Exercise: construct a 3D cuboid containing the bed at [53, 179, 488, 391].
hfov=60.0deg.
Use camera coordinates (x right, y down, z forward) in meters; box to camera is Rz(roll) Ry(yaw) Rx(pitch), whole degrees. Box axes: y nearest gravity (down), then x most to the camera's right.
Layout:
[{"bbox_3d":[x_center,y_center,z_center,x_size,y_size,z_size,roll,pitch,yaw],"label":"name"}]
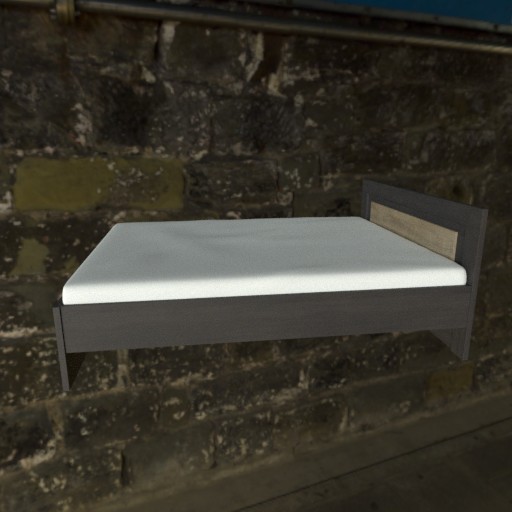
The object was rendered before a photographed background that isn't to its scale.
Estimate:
[{"bbox_3d":[0.000,0.000,2.893,2.073,0.823,1.585,-2,15,-8],"label":"bed"}]
